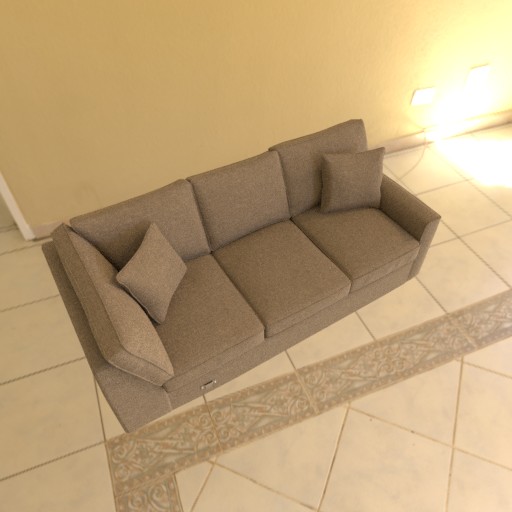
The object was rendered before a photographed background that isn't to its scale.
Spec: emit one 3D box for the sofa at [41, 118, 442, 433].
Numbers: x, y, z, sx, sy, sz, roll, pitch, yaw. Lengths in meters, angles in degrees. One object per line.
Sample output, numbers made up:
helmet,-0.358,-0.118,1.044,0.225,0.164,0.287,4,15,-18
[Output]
sofa,0.000,0.000,2.888,2.317,0.962,1.061,-24,51,-21
